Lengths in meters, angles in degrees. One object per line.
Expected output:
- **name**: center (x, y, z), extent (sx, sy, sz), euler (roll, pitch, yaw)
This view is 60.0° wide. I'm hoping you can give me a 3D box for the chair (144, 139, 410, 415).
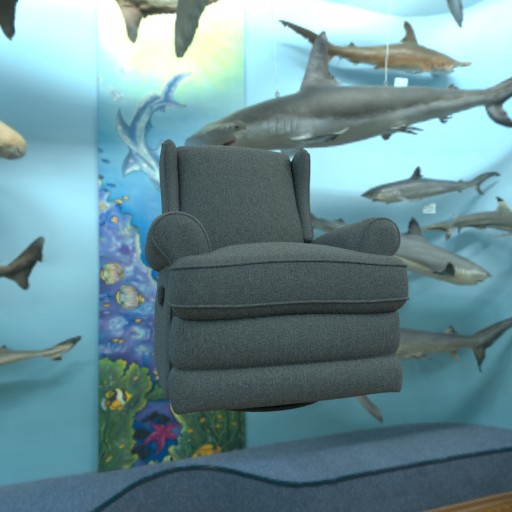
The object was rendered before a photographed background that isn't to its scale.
- **chair**: center (0.000, 0.000, 1.707), extent (0.847, 1.011, 0.969), euler (0, 0, -17)
